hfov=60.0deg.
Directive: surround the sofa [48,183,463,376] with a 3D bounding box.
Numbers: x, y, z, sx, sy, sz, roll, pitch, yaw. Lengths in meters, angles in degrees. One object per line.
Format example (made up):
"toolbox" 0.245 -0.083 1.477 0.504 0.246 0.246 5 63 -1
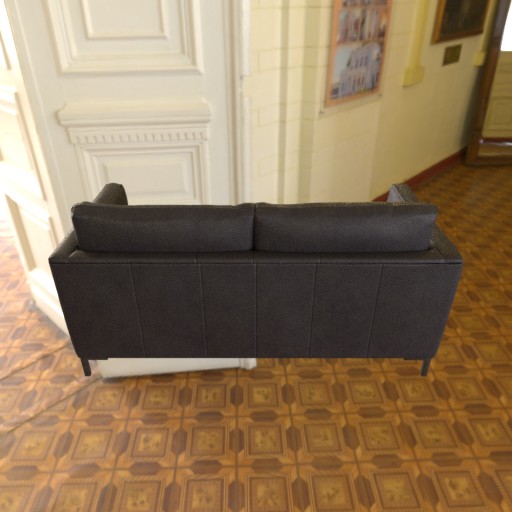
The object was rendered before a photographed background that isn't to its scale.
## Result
"sofa" 0.000 0.000 2.347 1.805 0.883 0.947 -1 31 -2
